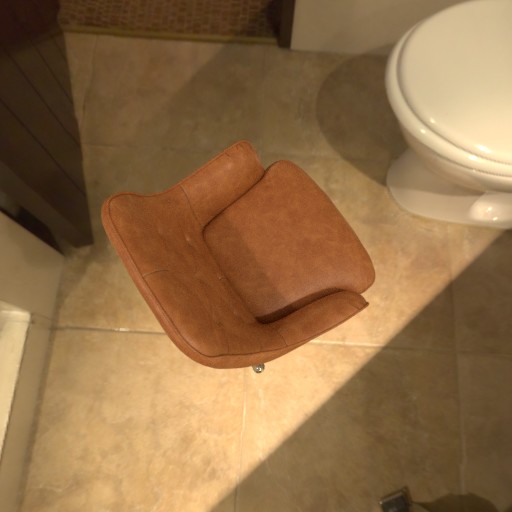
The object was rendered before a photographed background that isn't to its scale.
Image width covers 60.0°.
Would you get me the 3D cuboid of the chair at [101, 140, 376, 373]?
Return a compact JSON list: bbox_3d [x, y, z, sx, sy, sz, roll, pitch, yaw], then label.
[{"bbox_3d":[0.000,0.000,1.364,0.615,0.909,0.628,-32,76,-9],"label":"chair"}]
